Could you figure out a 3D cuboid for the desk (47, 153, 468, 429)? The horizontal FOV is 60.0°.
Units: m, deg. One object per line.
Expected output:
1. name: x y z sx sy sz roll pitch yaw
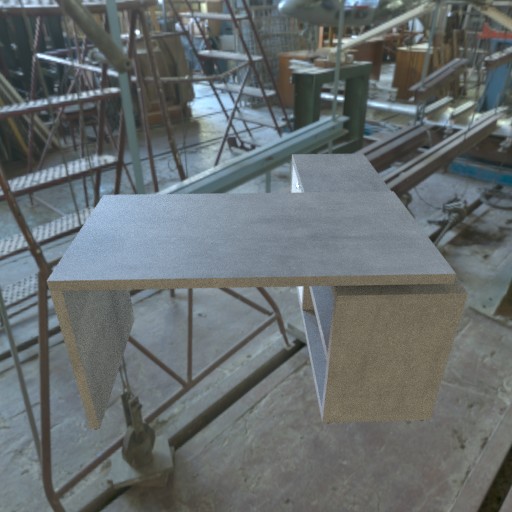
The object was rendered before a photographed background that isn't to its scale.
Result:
1. desk: 0.000 0.000 2.282 1.400 0.740 1.500 -1 31 -2
